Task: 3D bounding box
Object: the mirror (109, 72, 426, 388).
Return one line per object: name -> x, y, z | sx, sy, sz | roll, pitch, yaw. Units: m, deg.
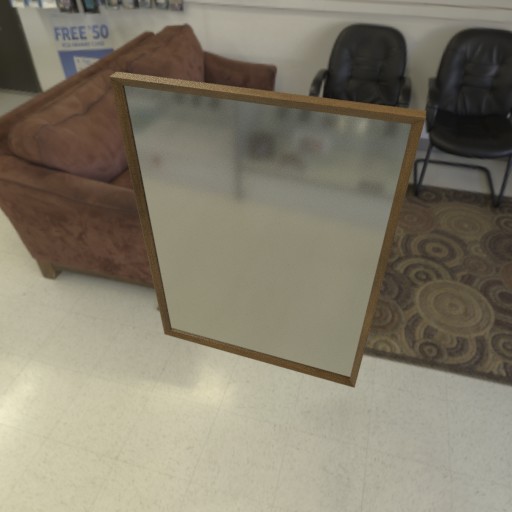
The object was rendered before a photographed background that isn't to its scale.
mirror -> 0.000, 0.000, 1.367 | 0.762, 1.016, 0.041 | 13, 43, 14
